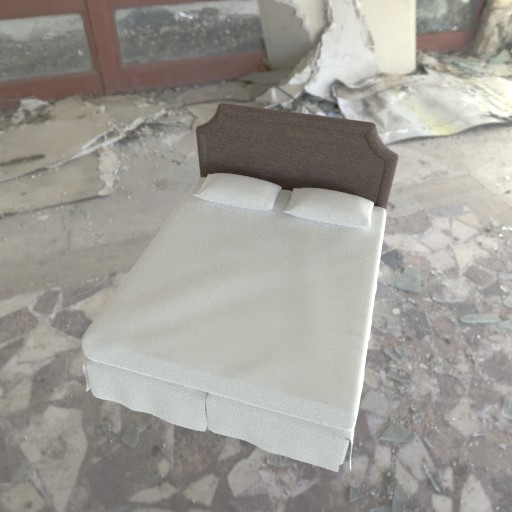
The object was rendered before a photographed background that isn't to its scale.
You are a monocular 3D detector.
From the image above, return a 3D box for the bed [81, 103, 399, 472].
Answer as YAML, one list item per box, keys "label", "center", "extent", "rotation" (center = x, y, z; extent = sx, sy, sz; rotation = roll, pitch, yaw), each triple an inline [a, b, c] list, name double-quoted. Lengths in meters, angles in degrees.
- label: "bed"
  center: [0.000, 0.000, 4.094]
  extent: [2.350, 1.590, 2.773]
  rotation: [12, 44, 12]
